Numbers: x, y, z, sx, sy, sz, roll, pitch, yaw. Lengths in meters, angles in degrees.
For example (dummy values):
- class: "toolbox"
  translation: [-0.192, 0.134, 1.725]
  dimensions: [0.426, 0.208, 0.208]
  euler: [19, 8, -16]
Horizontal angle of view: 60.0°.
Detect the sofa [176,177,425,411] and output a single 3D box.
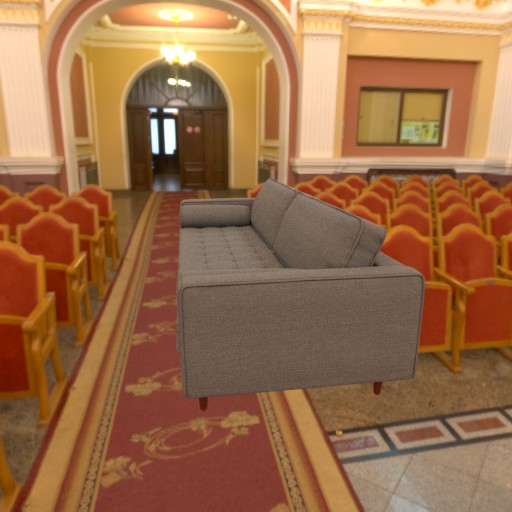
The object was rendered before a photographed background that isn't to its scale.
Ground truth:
- class: "sofa"
  translation: [0.000, 0.000, 2.625]
  dimensions: [0.914, 0.762, 2.198]
  euler: [-2, 15, -9]
